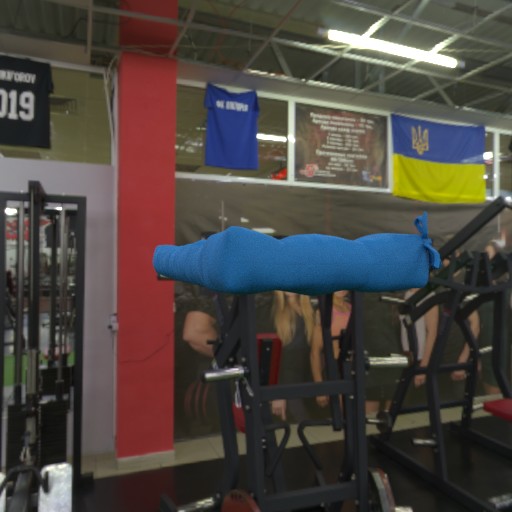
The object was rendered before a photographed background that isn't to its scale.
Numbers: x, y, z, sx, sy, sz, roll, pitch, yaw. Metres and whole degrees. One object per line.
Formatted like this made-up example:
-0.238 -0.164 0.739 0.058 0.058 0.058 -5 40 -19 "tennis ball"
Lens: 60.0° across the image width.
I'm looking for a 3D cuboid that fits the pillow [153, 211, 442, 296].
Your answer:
0.000 0.000 1.358 0.511 0.174 1.194 0 -1 -19 "pillow"
